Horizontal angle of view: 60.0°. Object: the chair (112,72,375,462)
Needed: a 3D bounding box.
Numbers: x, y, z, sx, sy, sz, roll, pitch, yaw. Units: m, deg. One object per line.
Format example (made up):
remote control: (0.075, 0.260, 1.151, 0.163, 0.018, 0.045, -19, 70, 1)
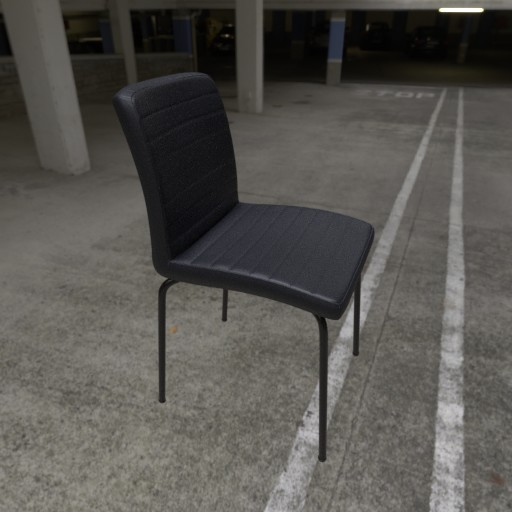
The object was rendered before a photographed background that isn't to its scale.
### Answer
chair: (0.000, 0.000, 1.200, 0.572, 0.872, 0.450, 12, 32, 19)
